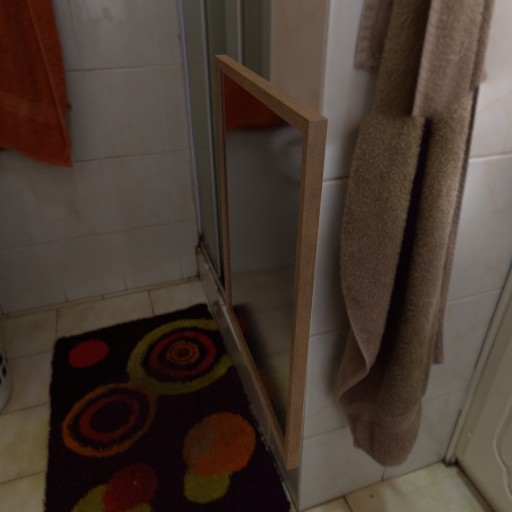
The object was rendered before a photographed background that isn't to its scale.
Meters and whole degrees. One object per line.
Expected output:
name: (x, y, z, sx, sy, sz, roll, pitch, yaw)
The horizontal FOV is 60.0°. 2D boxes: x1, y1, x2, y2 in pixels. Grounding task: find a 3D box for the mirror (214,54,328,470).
mirror: (0.000, 0.000, 1.339, 0.040, 1.016, 0.762, -9, 34, -14)
